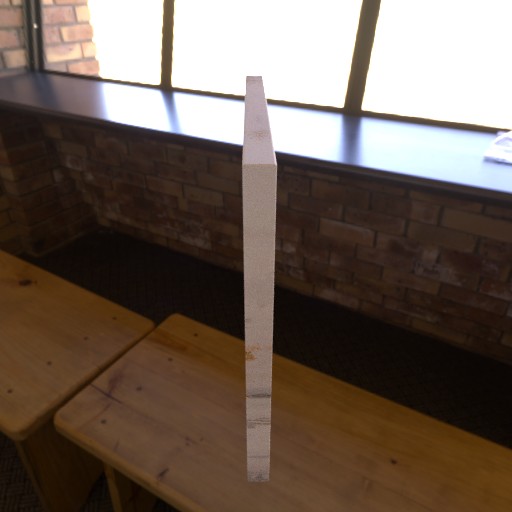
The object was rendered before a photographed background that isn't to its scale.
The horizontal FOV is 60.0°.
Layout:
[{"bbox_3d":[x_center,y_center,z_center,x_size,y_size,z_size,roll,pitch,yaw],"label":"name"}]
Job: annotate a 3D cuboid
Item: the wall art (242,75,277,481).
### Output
[{"bbox_3d":[0.000,0.000,0.928,0.040,0.613,0.611,0,31,-1],"label":"wall art"}]
